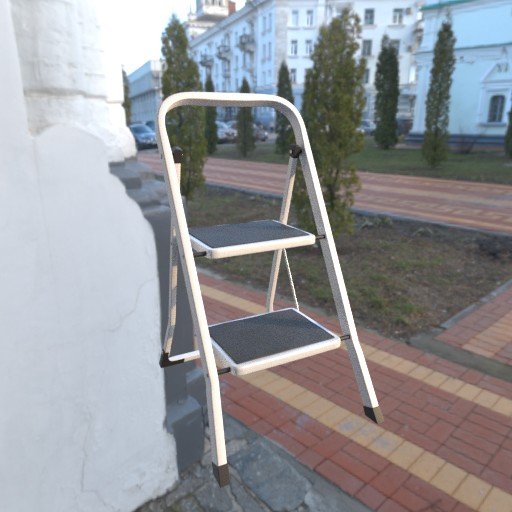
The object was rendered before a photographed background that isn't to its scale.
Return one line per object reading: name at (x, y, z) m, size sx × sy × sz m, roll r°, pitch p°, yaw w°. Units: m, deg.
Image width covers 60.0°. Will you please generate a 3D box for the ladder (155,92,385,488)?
ladder at (0.000, 0.000, 1.148) m, size 0.460 × 0.810 × 0.544 m, roll -9°, pitch 19°, yaw -27°
